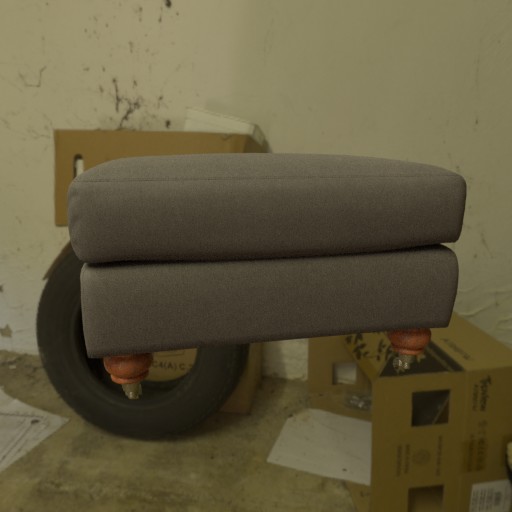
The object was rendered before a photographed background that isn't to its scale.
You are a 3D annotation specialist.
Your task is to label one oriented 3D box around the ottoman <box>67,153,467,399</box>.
[{"bbox_3d":[0.000,0.000,1.101,0.773,0.497,0.574,-3,15,-11],"label":"ottoman"}]
